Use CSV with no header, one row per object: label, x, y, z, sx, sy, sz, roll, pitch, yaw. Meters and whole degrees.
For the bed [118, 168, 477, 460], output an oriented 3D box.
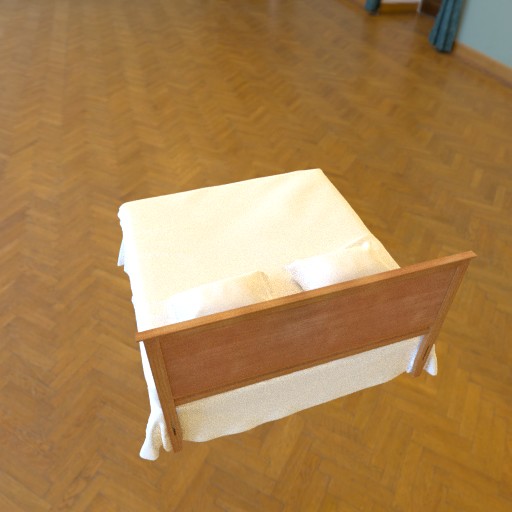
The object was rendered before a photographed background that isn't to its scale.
bed,0.000,0.000,3.573,2.317,1.270,2.215,-12,44,-13
